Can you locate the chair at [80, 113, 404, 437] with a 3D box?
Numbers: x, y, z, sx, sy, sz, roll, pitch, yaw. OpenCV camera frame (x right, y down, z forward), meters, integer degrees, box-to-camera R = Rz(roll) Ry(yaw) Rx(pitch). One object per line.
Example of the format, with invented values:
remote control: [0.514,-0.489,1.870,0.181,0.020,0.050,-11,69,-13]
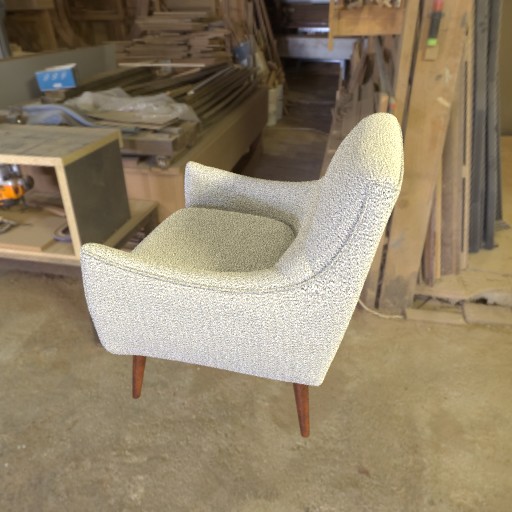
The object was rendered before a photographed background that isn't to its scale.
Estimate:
chair: [0.000,0.000,1.416,0.787,0.838,0.762,8,31,13]
